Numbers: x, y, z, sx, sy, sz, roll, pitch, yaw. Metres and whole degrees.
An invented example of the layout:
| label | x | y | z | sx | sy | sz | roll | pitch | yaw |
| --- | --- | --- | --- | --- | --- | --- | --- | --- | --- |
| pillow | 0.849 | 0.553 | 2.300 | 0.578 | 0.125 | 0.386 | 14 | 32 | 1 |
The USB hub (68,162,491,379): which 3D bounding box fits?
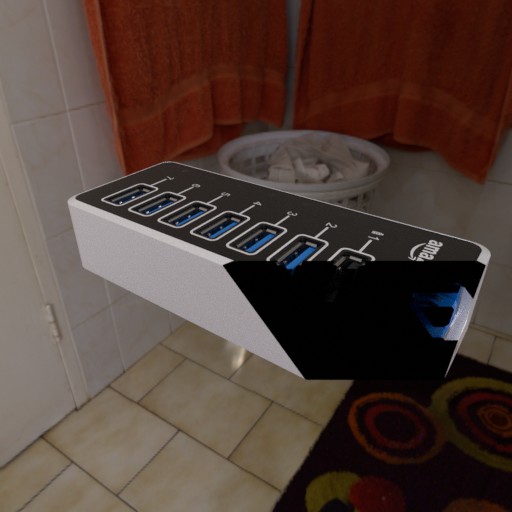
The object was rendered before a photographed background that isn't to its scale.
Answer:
| label | x | y | z | sx | sy | sz | roll | pitch | yaw |
| --- | --- | --- | --- | --- | --- | --- | --- | --- | --- |
| USB hub | 0.000 | 0.000 | 0.124 | 0.110 | 0.023 | 0.044 | 20 | 36 | 30 |
